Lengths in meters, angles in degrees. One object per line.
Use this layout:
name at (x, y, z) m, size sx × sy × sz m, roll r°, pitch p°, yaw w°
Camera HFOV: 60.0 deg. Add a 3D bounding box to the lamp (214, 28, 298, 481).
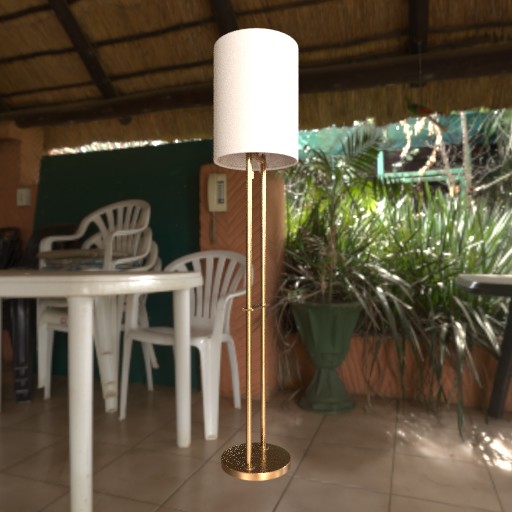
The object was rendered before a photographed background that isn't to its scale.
lamp at (0.000, 0.000, 1.607) m, size 0.305 × 1.500 × 0.306 m, roll 0°, pitch -1°, yaw 18°
